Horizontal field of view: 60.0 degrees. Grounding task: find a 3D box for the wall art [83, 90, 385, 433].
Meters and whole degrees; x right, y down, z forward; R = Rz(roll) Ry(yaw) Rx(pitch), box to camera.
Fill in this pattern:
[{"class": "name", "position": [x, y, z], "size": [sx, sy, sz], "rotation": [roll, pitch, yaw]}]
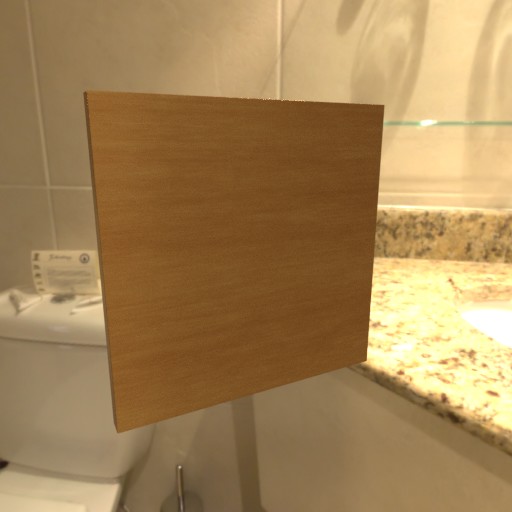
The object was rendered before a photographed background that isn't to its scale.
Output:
[{"class": "wall art", "position": [0.000, 0.000, 0.452], "size": [0.302, 0.302, 0.019], "rotation": [-8, 16, -27]}]
